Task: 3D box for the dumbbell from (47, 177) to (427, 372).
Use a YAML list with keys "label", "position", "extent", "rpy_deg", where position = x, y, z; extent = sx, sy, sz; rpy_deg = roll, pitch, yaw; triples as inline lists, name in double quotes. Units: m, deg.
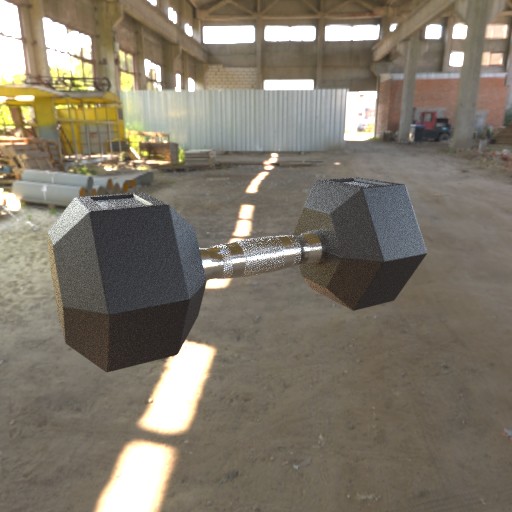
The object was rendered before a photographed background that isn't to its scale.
- label: "dumbbell"
  position: [0.000, 0.000, 0.379]
  extent: [0.315, 0.113, 0.129]
  rpy_deg: [-9, 19, -27]
